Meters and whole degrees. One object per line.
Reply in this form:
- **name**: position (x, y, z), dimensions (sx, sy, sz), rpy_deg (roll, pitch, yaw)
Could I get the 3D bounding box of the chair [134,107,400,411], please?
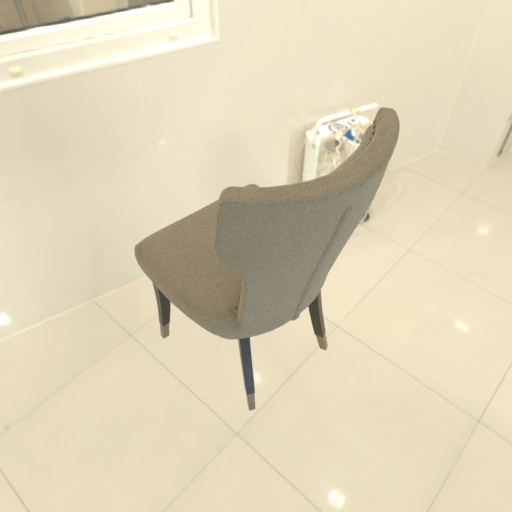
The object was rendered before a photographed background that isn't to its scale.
- **chair**: position (0.000, 0.000, 1.350), dimensions (0.526, 0.955, 0.630), rpy_deg (-32, 54, -27)
